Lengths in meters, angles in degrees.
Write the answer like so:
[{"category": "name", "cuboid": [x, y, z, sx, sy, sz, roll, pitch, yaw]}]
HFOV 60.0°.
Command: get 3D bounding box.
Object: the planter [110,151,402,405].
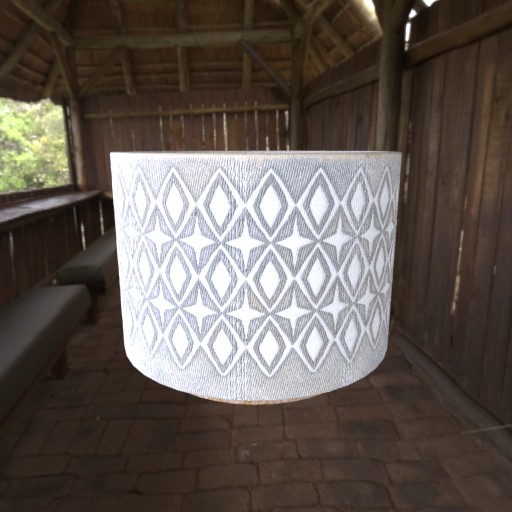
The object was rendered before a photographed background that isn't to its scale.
[{"category": "planter", "cuboid": [0.000, 0.000, 0.277, 0.164, 0.127, 0.164, 0, 14, 0]}]
